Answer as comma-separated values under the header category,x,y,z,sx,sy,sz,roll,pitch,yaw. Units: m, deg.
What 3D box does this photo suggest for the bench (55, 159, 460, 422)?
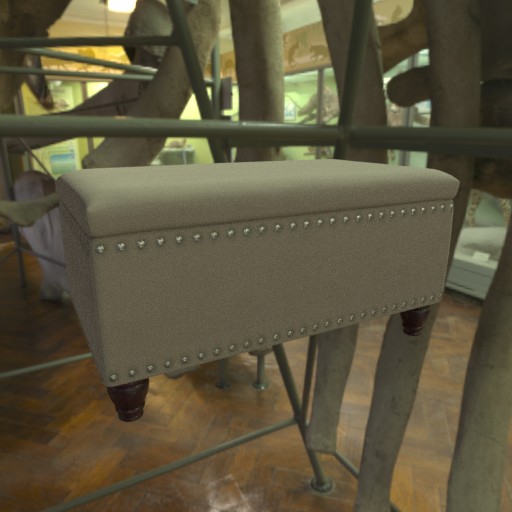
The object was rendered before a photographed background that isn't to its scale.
category,x,y,z,sx,sy,sz,roll,pitch,yaw
bench,0.000,0.000,1.158,0.887,0.449,0.500,-9,18,-27
